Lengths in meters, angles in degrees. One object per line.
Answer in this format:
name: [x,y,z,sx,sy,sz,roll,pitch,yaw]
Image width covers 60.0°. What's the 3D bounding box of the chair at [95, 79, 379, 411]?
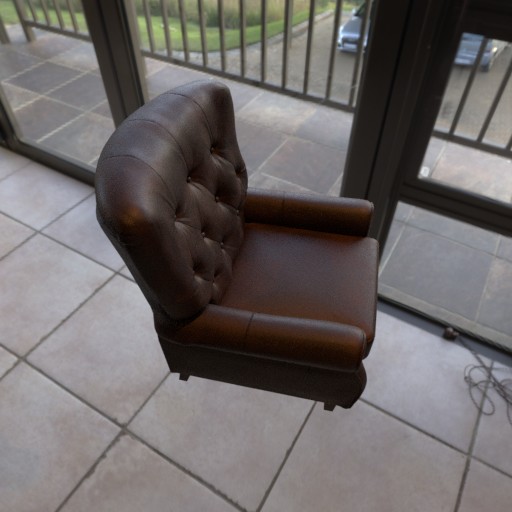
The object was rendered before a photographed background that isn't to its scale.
chair: [0.000,0.000,1.884,1.058,1.158,0.948,9,48,8]
